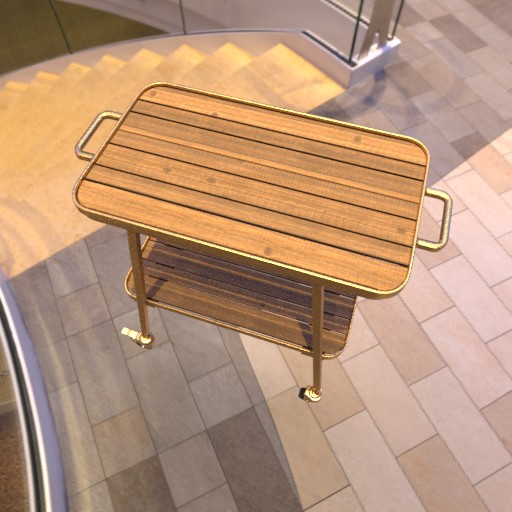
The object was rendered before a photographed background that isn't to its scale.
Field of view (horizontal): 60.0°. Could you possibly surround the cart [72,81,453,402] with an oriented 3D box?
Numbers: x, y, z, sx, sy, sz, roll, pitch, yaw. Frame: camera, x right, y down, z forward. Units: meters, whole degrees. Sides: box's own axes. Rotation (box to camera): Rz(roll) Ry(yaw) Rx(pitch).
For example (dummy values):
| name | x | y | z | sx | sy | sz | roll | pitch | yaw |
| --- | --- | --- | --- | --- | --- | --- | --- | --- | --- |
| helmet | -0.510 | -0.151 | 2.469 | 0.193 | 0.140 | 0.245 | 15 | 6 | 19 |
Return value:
| name | x | y | z | sx | sy | sz | roll | pitch | yaw |
| --- | --- | --- | --- | --- | --- | --- | --- | --- | --- |
| cart | 0.000 | 0.000 | 1.233 | 0.806 | 0.700 | 0.524 | 16 | 61 | 9 |
